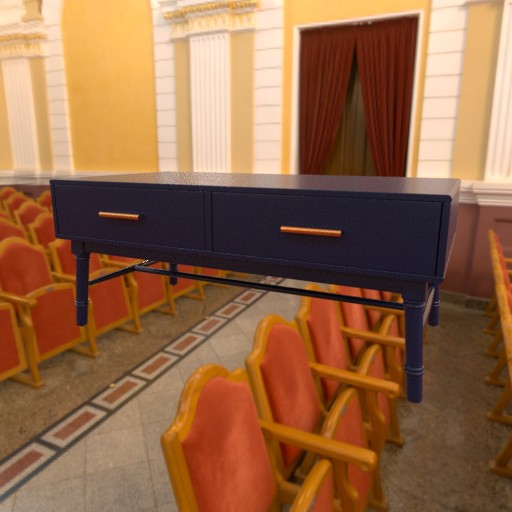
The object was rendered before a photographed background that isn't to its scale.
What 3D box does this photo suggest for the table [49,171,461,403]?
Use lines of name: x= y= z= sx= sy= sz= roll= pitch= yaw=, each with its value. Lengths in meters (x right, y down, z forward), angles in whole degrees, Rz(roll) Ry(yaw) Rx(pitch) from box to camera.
table: x=0.000 y=0.000 z=1.333 sx=1.067 sy=0.457 sz=0.572 roll=6 pitch=15 yaw=25
